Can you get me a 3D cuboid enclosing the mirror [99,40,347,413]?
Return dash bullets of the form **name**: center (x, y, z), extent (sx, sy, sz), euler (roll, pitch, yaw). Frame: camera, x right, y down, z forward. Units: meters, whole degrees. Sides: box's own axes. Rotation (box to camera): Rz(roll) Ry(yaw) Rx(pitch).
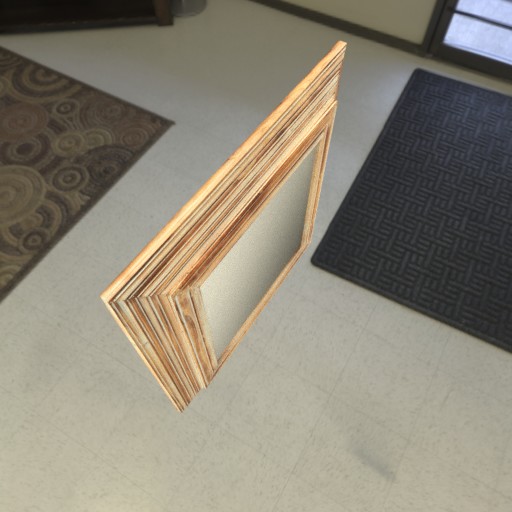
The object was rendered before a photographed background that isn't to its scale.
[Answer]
- **mirror**: center (0.000, 0.000, 1.208), extent (0.061, 0.804, 0.804), euler (30, 63, 17)
